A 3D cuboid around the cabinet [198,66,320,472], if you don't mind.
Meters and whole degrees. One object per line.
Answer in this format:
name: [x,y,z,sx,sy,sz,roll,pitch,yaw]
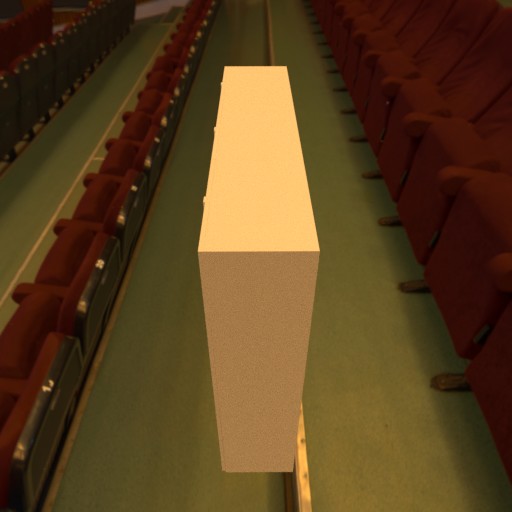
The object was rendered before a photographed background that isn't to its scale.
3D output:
cabinet: [0.000,0.000,3.901,0.590,2.370,2.700,0,41,0]
